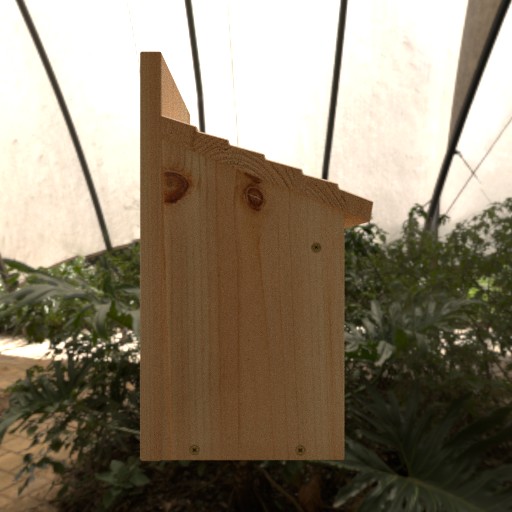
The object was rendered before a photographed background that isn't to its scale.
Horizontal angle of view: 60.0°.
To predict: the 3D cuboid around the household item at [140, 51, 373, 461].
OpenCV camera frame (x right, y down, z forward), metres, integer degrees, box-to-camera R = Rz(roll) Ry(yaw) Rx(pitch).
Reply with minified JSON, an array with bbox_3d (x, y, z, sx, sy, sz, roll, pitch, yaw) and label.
[{"bbox_3d":[0.000,0.000,0.397,0.171,0.300,0.149,0,0,0],"label":"household item"}]
